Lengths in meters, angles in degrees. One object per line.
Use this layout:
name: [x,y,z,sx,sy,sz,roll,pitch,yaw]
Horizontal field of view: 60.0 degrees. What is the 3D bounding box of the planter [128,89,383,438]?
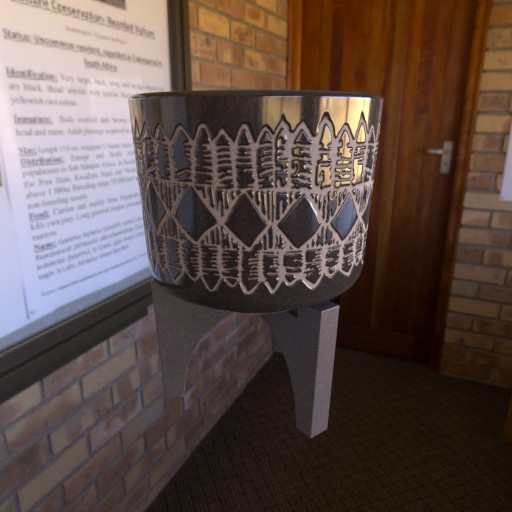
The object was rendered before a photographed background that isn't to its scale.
planter: [0.000,0.000,0.390,0.196,0.264,0.196,-2,17,-7]
